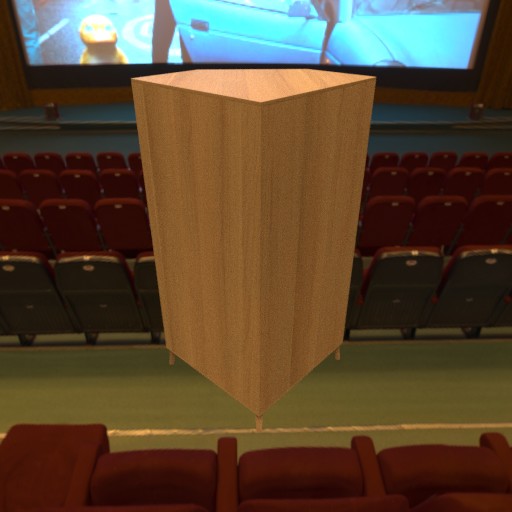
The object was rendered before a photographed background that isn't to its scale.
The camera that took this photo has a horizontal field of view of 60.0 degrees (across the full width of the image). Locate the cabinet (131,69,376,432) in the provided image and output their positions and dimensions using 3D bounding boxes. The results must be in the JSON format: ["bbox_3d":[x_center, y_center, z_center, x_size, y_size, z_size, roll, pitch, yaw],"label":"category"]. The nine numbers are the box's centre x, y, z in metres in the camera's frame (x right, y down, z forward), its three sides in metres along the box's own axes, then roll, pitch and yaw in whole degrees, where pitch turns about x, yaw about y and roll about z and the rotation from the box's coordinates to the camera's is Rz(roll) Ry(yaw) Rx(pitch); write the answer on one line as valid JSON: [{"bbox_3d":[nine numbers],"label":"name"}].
[{"bbox_3d":[0.000,0.000,2.653,1.272,1.957,0.969,-1,30,-2],"label":"cabinet"}]
